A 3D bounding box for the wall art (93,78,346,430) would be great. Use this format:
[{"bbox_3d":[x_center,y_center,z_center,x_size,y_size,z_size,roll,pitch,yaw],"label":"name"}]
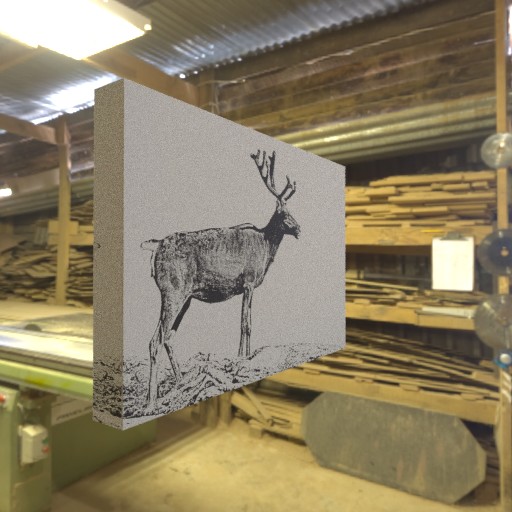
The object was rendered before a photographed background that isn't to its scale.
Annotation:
[{"bbox_3d":[0.000,0.000,0.490,0.038,0.259,0.381,0,-1,36],"label":"wall art"}]
